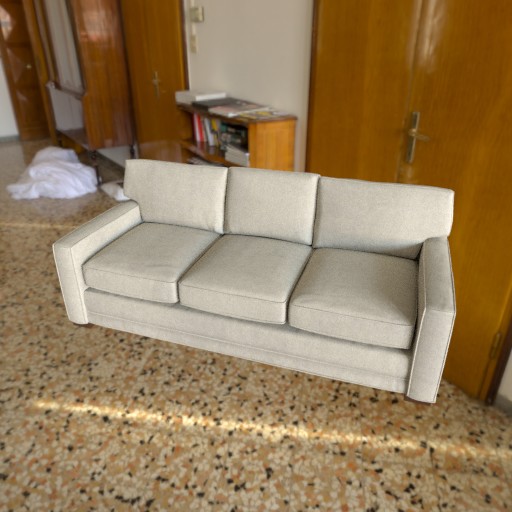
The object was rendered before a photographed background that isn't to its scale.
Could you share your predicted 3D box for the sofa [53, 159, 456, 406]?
[{"bbox_3d":[0.000,0.000,2.588,2.093,0.862,0.936,9,28,17],"label":"sofa"}]
